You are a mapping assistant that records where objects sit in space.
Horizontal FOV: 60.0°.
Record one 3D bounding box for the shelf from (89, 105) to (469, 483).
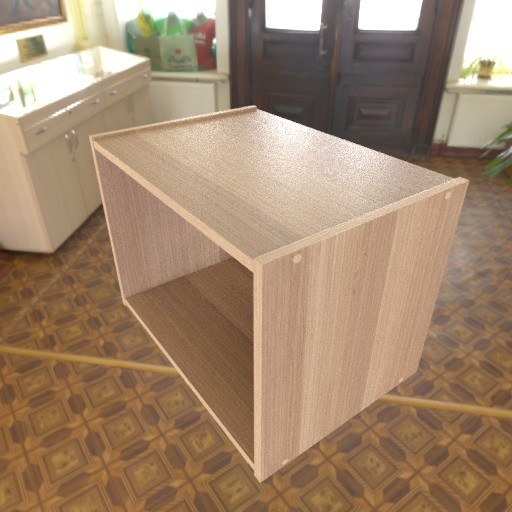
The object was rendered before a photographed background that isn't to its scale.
[{"bbox_3d":[0.000,0.000,0.647,0.290,0.305,0.415,-21,38,-30],"label":"shelf"}]
